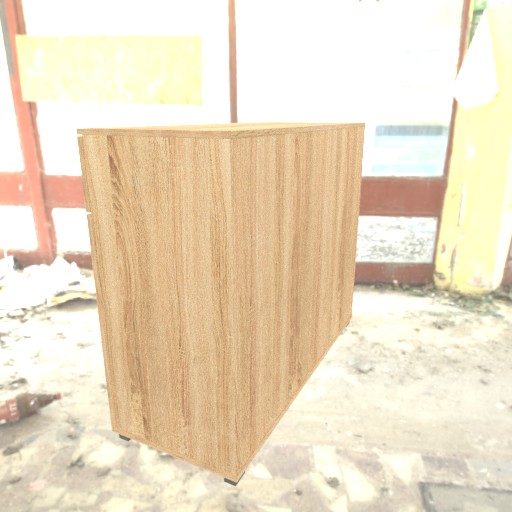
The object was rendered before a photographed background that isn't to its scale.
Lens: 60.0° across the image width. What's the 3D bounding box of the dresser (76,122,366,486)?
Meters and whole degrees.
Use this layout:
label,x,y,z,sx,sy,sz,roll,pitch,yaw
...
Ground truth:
label,x,y,z,sx,sy,sz,roll,pitch,yaw
dresser,0.000,0.000,1.583,0.450,0.900,1.100,9,20,26
